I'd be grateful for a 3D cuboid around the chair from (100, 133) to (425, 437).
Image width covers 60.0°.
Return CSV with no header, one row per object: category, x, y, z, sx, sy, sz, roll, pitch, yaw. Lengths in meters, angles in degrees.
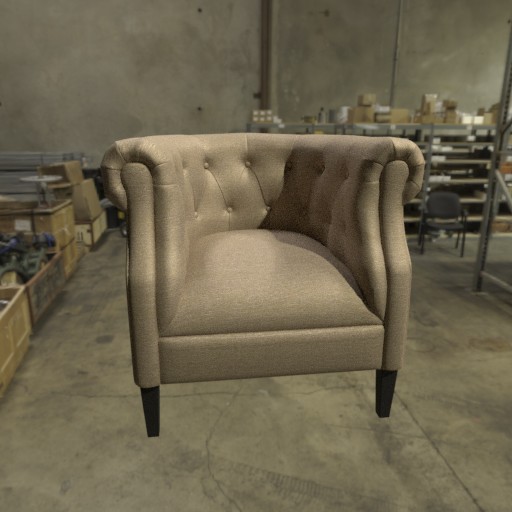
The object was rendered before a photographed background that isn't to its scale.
chair,0.000,0.000,1.561,0.905,0.827,0.852,-2,16,-7
